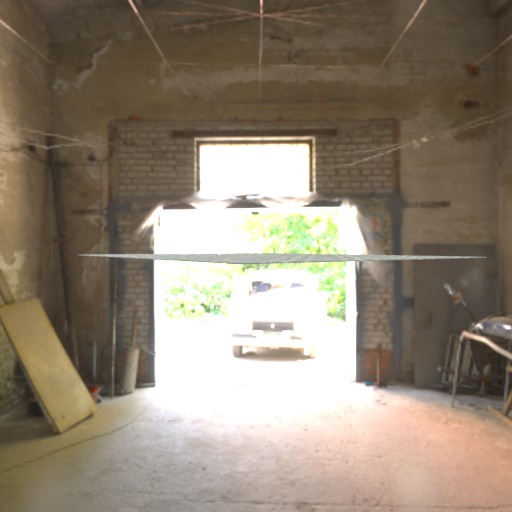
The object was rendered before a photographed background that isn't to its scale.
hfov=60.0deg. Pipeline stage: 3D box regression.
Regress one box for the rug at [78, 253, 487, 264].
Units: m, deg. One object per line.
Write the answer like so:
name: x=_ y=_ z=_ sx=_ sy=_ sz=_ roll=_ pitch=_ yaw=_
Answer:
rug: x=0.000 y=0.000 z=3.908 sx=2.283 sy=0.006 sz=2.892 roll=-1 pitch=1 yaw=-36
